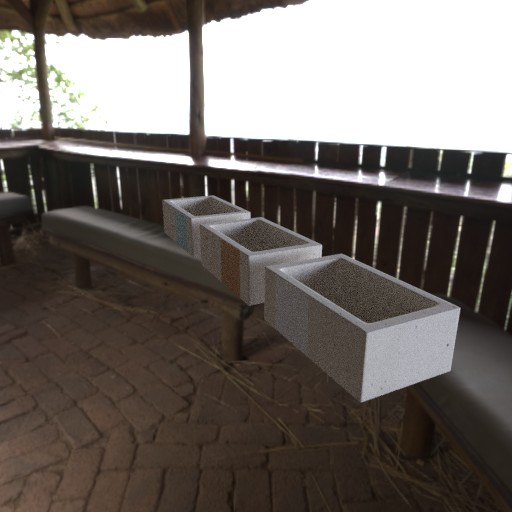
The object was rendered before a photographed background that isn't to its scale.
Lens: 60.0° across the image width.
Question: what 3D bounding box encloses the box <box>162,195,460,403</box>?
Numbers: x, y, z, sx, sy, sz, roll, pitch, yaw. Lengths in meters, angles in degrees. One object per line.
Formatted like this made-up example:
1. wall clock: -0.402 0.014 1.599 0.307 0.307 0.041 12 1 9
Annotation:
1. box: 0.000 0.000 0.488 0.082 0.051 0.461 -9 20 -25
